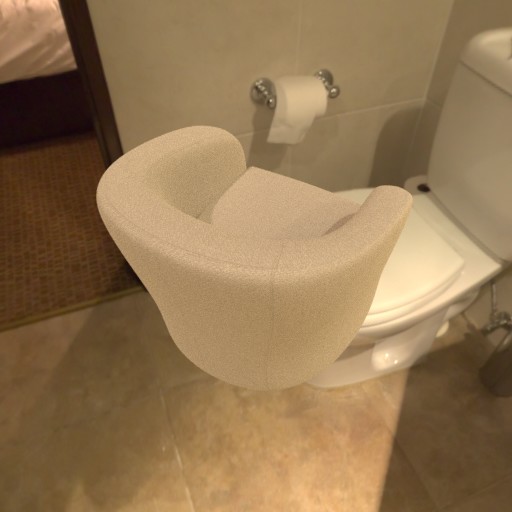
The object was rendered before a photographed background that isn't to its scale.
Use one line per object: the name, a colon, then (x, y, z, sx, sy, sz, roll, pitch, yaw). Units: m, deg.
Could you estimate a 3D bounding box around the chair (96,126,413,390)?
chair: (0.000, 0.000, 1.443, 0.791, 0.771, 0.815, 24, 50, 21)
